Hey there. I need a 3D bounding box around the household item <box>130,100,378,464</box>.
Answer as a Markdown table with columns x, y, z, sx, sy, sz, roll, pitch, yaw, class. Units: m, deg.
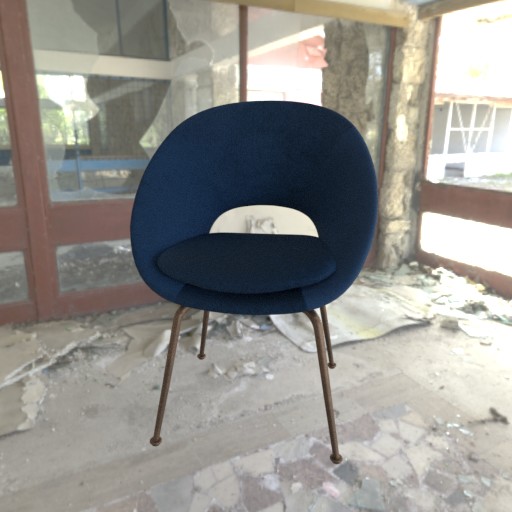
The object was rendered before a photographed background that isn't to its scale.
| x | y | z | sx | sy | sz | roll | pitch | yaw | class |
| --- | --- | --- | --- | --- | --- | --- | --- | --- | --- |
| 0.000 | 0.000 | 1.229 | 0.623 | 0.852 | 0.573 | 2 | 15 | 8 | household item |
